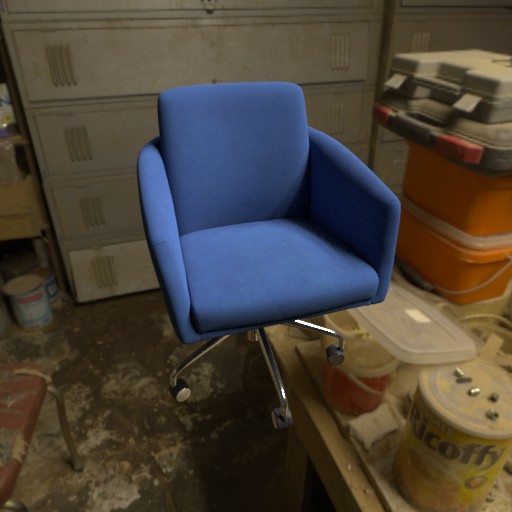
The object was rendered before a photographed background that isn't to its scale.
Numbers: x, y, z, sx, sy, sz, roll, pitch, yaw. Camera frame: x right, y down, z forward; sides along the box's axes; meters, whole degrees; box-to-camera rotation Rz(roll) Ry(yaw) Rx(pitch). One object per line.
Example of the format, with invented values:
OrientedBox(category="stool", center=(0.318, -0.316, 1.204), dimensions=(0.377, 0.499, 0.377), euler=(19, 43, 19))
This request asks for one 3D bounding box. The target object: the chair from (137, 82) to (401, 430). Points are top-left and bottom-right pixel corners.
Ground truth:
OrientedBox(category="chair", center=(0.000, 0.000, 1.349), dimensions=(0.641, 0.908, 0.635), euler=(-9, 32, -15))
